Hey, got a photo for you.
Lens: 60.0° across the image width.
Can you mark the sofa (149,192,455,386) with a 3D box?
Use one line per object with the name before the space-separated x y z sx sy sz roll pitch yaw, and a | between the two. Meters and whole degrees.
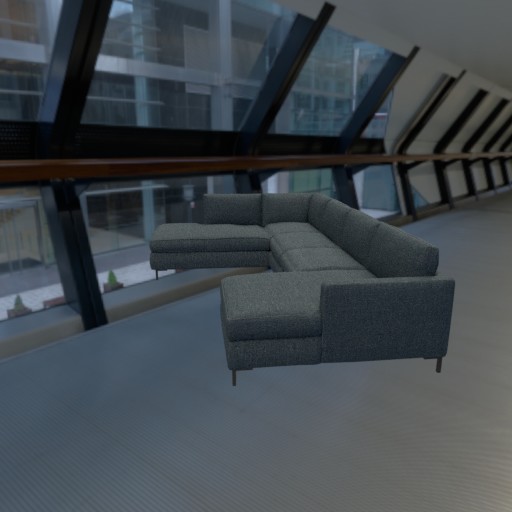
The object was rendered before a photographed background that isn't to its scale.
sofa | 0.000 0.000 3.615 1.879 0.753 2.737 -2 15 -6
